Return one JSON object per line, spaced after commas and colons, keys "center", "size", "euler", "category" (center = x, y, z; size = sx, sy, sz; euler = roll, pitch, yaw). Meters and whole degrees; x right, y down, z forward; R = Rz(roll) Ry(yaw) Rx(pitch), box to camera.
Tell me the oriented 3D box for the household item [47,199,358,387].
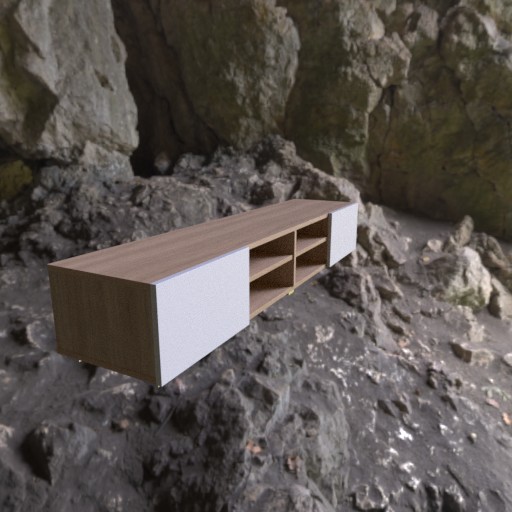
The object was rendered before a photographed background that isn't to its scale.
{"center": [0.000, 0.000, 2.052], "size": [0.420, 0.310, 1.850], "euler": [8, 16, 27], "category": "household item"}
